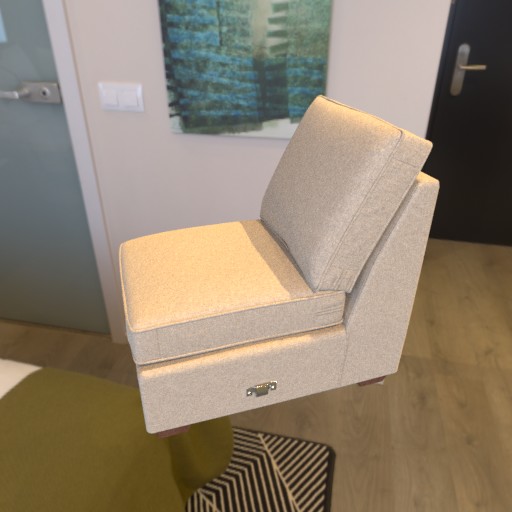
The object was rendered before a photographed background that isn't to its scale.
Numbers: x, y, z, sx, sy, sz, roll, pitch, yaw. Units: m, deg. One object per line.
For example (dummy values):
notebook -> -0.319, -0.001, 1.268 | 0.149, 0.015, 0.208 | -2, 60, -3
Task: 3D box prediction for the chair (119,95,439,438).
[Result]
chair -> 0.000, 0.000, 1.709 | 1.020, 1.058, 0.674 | -9, 31, -15
